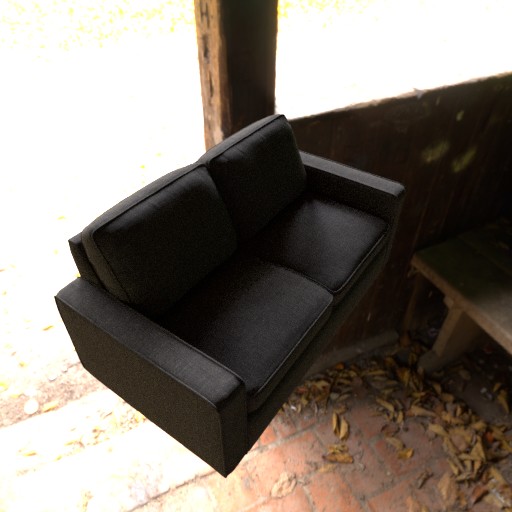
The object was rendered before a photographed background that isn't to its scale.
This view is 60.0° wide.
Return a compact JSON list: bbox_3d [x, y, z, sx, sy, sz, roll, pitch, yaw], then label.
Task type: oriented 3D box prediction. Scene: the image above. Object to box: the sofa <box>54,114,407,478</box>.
[{"bbox_3d":[0.000,0.000,2.278,0.947,0.918,1.709,25,47,26],"label":"sofa"}]
